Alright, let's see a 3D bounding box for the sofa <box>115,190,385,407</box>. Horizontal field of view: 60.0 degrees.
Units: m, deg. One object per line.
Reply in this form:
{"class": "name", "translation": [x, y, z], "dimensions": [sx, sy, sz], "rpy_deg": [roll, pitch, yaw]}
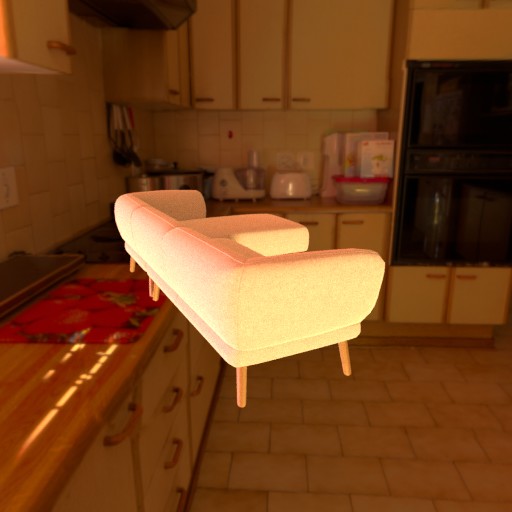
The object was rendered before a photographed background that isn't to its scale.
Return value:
{"class": "sofa", "translation": [0.000, 0.000, 3.282], "dimensions": [1.610, 0.730, 2.660], "rpy_deg": [-8, 17, -26]}
